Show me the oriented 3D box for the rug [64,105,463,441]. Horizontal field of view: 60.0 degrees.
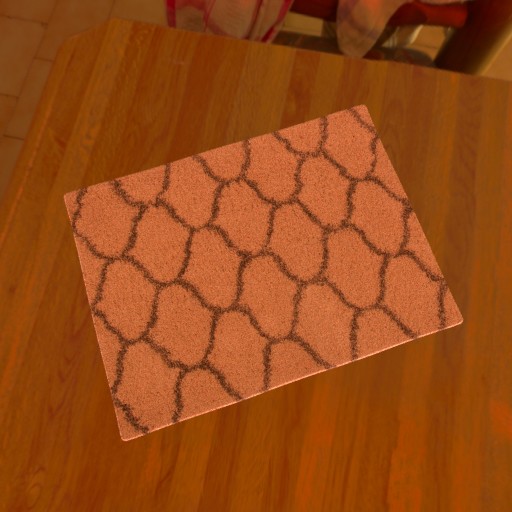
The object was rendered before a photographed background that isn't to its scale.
[{"bbox_3d":[0.000,0.000,2.104,1.600,0.025,1.200,-18,75,-5],"label":"rug"}]
